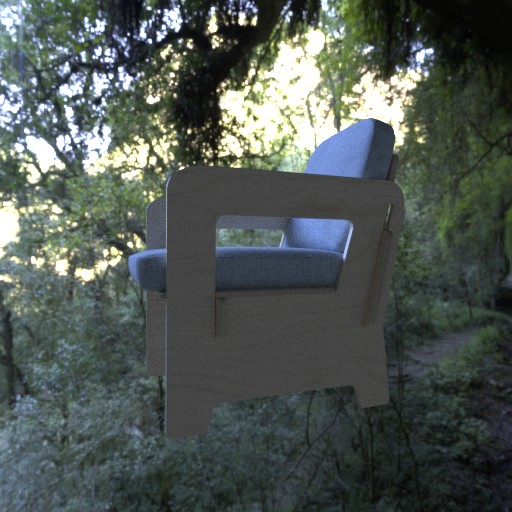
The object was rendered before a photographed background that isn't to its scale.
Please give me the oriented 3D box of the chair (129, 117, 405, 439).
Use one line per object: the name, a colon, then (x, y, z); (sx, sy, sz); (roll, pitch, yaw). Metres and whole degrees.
chair: (0.000, 0.000, 1.309); (0.710, 0.800, 0.590); (0, 0, -18)
